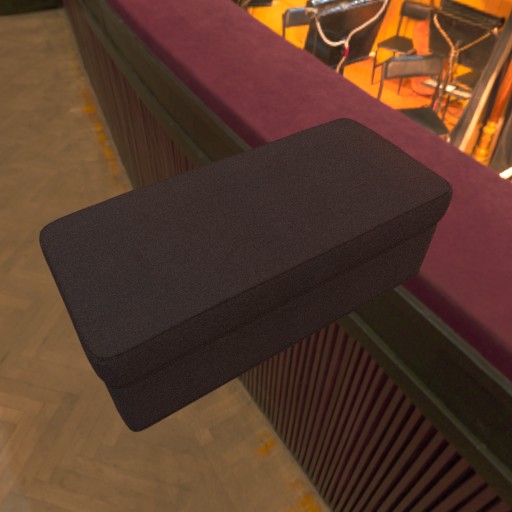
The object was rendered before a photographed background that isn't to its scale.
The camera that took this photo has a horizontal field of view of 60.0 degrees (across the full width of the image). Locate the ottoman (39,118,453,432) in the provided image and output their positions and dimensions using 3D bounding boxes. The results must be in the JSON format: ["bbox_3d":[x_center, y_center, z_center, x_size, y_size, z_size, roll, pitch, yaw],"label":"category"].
[{"bbox_3d":[0.000,0.000,1.391,1.110,0.460,0.515,-25,51,-22],"label":"ottoman"}]
